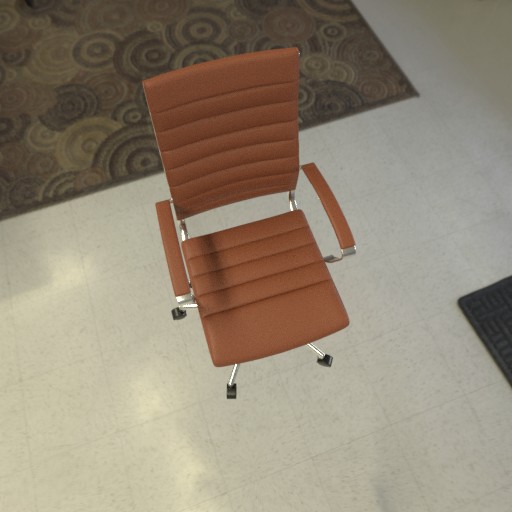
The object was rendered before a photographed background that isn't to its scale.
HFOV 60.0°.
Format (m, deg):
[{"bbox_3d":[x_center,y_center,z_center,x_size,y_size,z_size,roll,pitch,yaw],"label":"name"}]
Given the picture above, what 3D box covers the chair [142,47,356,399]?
[{"bbox_3d":[0.000,0.000,1.580,0.766,1.149,0.739,-16,65,-7],"label":"chair"}]
